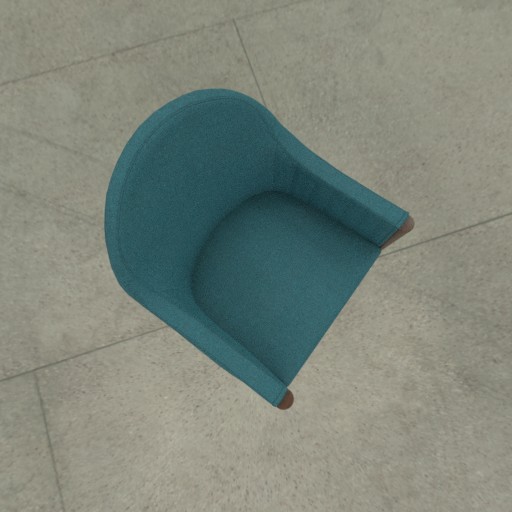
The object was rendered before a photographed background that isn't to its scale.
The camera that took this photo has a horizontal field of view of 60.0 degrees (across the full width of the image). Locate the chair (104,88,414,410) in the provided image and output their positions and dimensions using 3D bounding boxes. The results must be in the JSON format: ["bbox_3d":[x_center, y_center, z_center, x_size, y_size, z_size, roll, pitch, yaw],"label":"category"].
[{"bbox_3d":[0.000,0.000,1.377,0.652,0.907,0.656,36,79,8],"label":"chair"}]
